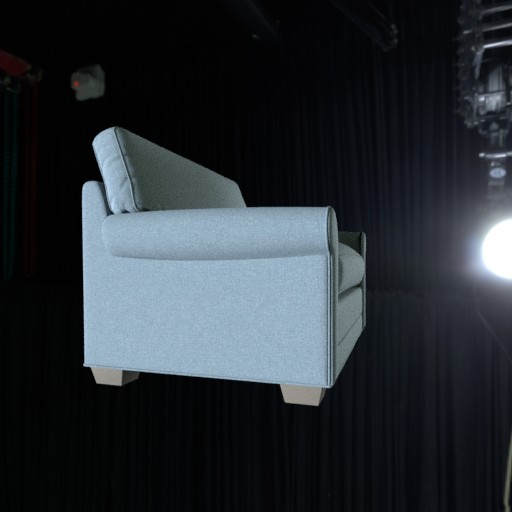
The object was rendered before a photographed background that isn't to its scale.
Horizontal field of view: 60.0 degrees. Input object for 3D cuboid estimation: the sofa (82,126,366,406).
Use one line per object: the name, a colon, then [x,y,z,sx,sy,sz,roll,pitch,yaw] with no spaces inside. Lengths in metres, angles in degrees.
sofa: [0.000,0.000,2.095,0.940,0.953,1.410,0,-1,18]
